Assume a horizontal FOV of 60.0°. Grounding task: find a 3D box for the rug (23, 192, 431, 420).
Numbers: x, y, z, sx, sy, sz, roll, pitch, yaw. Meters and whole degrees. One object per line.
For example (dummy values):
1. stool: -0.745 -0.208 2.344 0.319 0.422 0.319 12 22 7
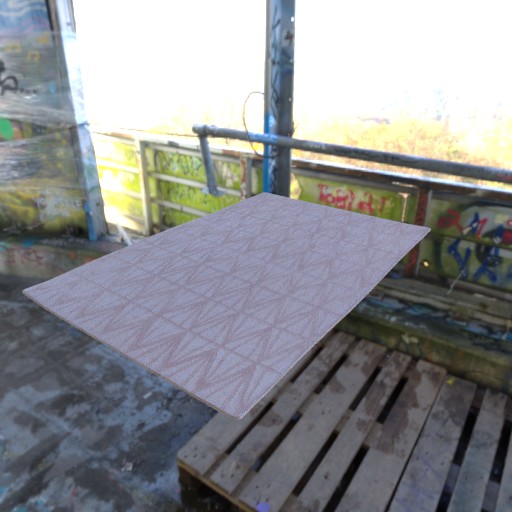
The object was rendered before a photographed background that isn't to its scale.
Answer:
1. rug: 0.000 0.000 2.284 1.230 0.025 1.837 18 31 33
